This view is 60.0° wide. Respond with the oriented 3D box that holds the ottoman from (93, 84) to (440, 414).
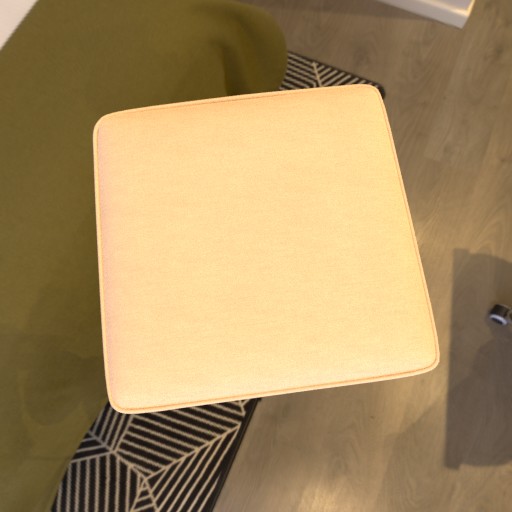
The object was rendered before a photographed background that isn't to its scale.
[{"bbox_3d":[0.000,0.000,1.027,0.616,0.438,0.613,-7,76,-2],"label":"ottoman"}]
